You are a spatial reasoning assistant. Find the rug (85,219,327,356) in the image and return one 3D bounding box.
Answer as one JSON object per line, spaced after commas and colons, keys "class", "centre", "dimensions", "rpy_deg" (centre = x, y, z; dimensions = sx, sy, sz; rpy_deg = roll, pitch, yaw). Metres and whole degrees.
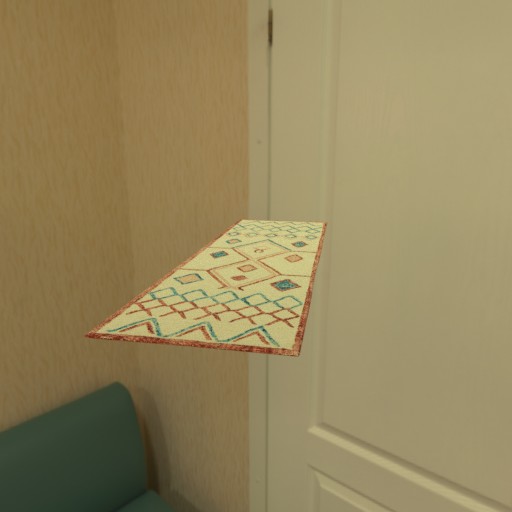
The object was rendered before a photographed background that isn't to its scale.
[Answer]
{"class": "rug", "centre": [0.000, 0.000, 2.630], "dimensions": [0.750, 0.011, 2.435], "rpy_deg": [3, 15, 11]}
